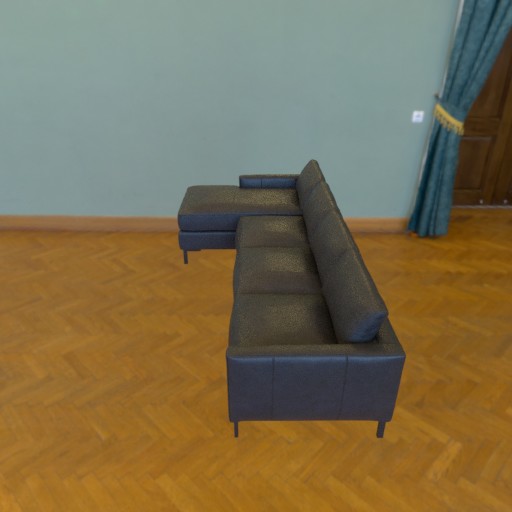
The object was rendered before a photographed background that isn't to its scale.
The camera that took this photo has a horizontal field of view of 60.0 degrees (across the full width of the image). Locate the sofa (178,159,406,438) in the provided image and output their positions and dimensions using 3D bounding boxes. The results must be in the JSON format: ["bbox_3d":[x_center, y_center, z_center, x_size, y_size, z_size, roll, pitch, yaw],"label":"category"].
[{"bbox_3d":[0.000,0.000,3.597,1.471,0.859,2.993,0,28,0],"label":"sofa"}]
